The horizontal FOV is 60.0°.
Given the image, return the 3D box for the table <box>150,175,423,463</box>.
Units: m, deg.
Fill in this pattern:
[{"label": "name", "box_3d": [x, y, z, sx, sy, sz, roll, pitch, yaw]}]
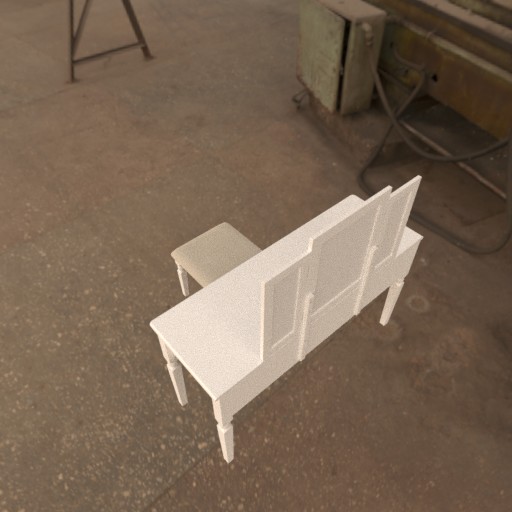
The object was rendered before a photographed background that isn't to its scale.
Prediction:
[{"label": "table", "box_3d": [0.000, 0.000, 2.354, 1.369, 1.310, 1.115, -32, 54, -27]}]
